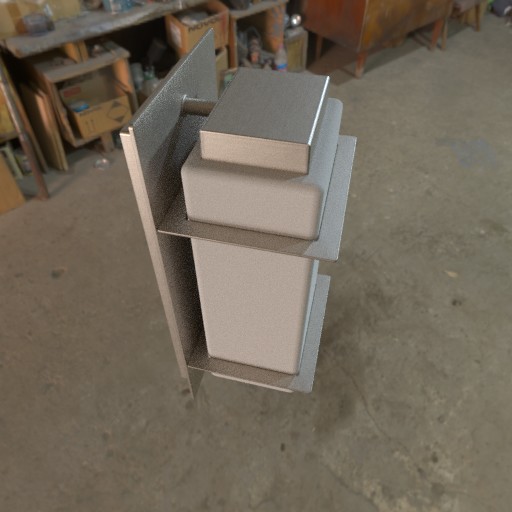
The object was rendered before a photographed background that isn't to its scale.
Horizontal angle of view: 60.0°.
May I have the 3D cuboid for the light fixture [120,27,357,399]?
[{"bbox_3d":[0.000,0.000,0.460,0.160,0.380,0.168,10,48,9],"label":"light fixture"}]
